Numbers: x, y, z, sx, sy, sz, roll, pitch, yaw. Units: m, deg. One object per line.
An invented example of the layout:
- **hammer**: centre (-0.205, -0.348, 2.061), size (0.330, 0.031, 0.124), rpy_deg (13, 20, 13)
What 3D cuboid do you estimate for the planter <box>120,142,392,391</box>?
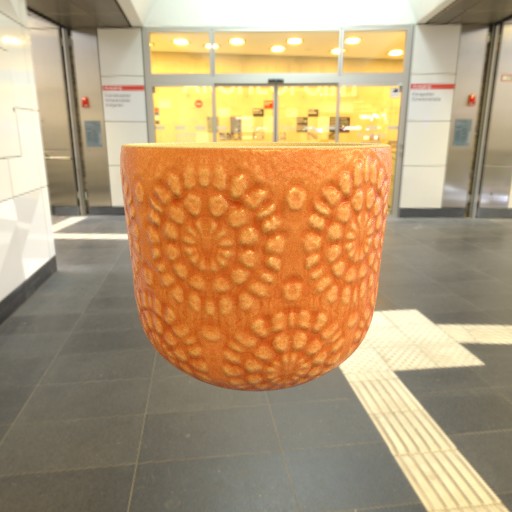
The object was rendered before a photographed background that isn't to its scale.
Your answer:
- **planter**: centre (0.000, 0.000, 0.223), size (0.124, 0.109, 0.124), rpy_deg (0, 15, 0)
